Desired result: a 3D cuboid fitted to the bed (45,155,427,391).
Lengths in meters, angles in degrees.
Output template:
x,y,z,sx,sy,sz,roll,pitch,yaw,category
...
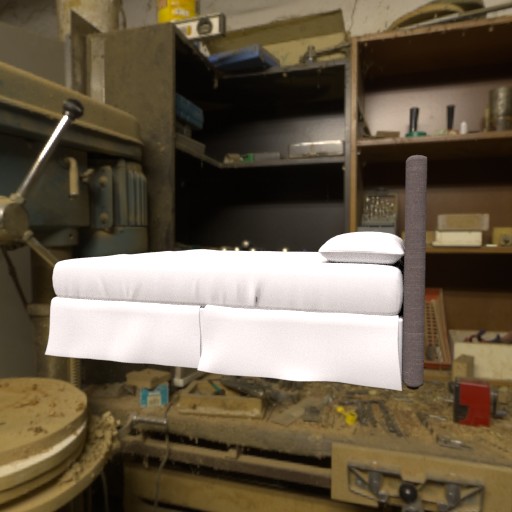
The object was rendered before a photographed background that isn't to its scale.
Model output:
x,y,z,sx,sy,sz,roll,pitch,yaw,category
0.000,0.000,3.871,2.689,1.457,2.161,1,3,19,bed
